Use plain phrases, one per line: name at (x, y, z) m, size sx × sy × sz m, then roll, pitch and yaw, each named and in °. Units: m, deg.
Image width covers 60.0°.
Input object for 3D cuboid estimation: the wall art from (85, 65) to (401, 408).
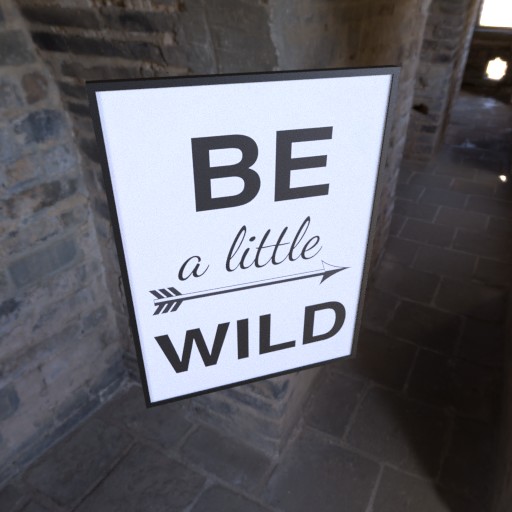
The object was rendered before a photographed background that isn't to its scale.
wall art at (0.000, 0.000, 1.377) m, size 0.806 × 1.062 × 0.038 m, roll -9°, pitch 32°, yaw -15°
